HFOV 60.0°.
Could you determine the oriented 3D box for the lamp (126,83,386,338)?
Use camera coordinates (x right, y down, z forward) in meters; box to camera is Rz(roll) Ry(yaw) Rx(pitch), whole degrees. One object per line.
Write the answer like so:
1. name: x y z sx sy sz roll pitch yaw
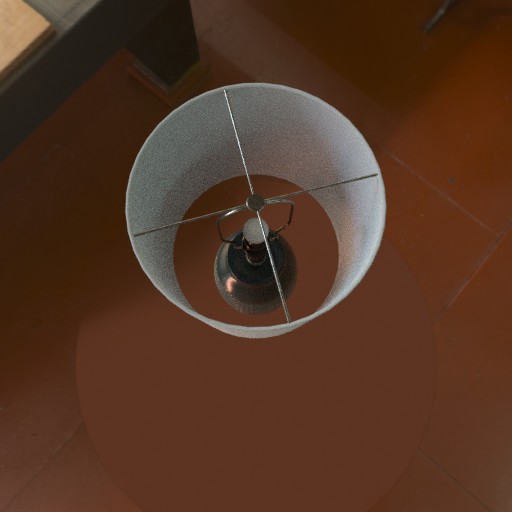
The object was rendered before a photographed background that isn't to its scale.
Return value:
1. lamp: 0.000 0.000 0.590 0.217 0.453 0.217 -14 78 -3
